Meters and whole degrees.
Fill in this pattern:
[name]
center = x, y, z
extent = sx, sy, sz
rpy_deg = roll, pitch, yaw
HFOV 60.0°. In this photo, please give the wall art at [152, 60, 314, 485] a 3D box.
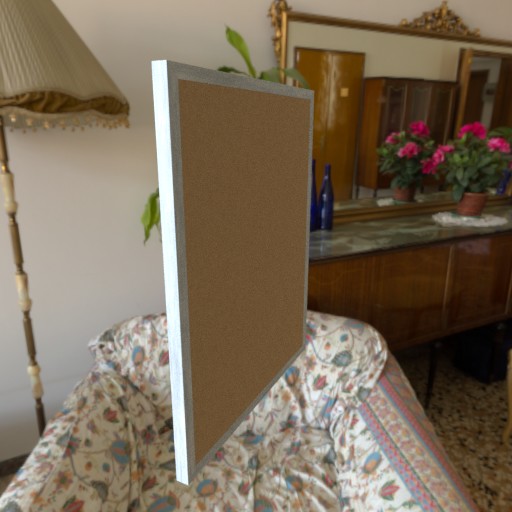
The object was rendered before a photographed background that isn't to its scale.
[wall art]
center = 0.000, 0.000, 0.785
extent = 0.022, 0.582, 0.479
rpy_deg = 8, 18, 26
